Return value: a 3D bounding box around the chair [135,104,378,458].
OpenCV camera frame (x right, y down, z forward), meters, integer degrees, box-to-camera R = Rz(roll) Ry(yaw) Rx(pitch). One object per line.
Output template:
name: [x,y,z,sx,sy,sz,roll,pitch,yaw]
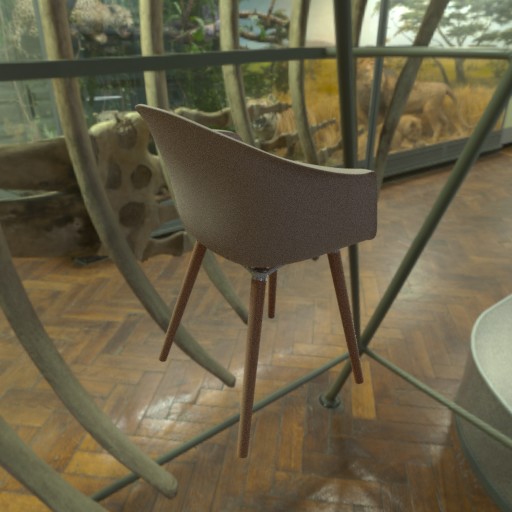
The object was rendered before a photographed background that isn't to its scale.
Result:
chair: [0.000,0.000,1.152,0.504,0.781,0.593,-18,31,-32]
